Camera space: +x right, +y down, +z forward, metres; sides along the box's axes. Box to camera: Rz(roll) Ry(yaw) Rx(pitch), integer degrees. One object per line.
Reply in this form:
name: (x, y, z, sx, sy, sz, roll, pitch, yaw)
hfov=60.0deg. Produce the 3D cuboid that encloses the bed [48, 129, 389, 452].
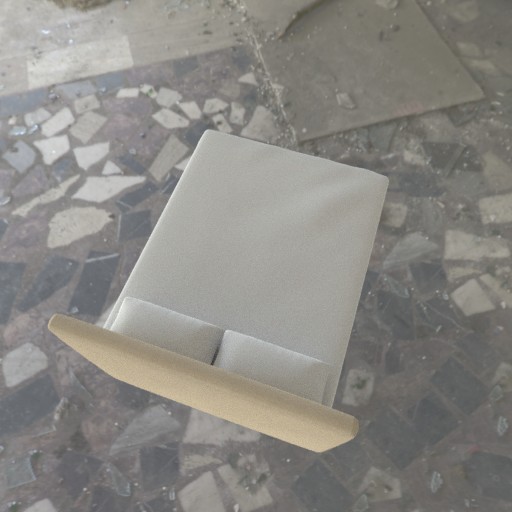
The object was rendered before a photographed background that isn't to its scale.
bed: (0.000, 0.000, 3.194, 1.723, 1.330, 2.142, 17, 64, 8)
